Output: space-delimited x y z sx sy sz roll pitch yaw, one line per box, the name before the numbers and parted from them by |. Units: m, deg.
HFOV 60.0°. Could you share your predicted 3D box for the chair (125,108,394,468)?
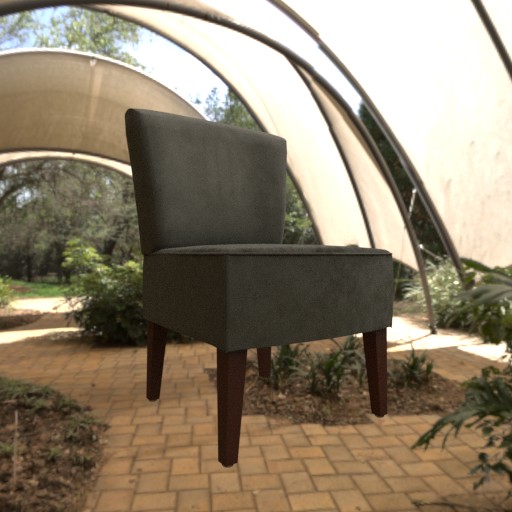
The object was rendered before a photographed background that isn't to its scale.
chair | 0.000 0.000 1.156 0.521 0.806 0.554 0 0 -36
